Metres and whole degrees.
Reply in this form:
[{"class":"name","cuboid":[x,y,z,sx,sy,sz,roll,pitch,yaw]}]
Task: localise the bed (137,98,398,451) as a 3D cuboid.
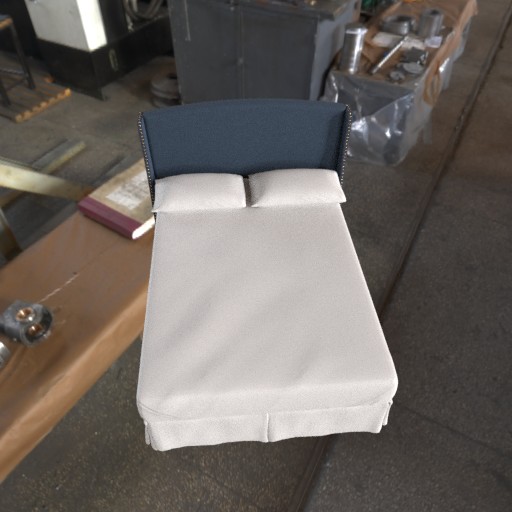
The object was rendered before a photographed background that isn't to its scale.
[{"class":"bed","cuboid":[0.000,0.000,3.295,1.710,1.407,2.237,-3,46,-3]}]
